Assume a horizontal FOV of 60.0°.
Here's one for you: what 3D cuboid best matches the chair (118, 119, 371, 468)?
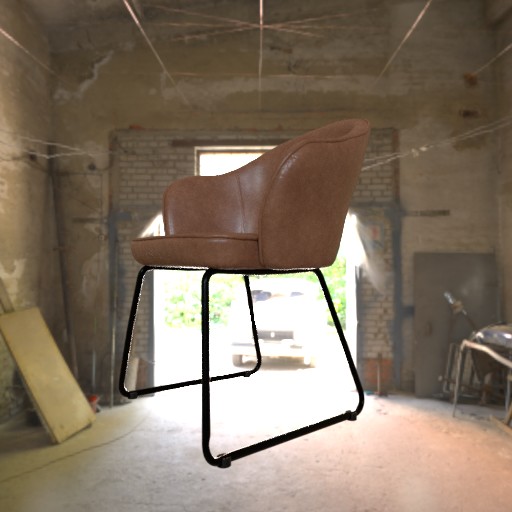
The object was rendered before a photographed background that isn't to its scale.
[{"bbox_3d":[0.000,0.000,1.170,0.580,0.785,0.582,0,0,-36],"label":"chair"}]
